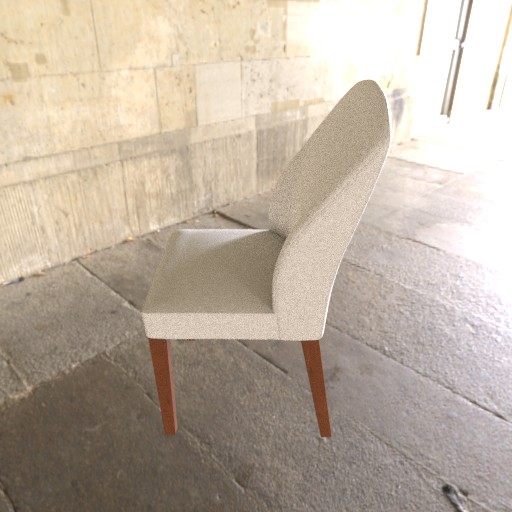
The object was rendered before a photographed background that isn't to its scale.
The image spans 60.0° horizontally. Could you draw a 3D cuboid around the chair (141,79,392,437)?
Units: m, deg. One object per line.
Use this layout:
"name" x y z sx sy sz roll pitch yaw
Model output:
"chair" 0.000 0.000 1.203 0.540 0.893 0.472 0 28 0
